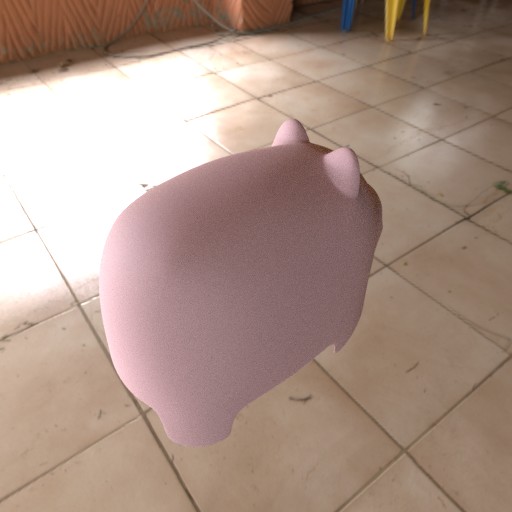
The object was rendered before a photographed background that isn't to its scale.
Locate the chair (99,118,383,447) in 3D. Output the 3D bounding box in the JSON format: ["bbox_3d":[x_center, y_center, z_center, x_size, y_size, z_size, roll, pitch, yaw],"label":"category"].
[{"bbox_3d":[0.000,0.000,0.855,0.619,0.423,0.364,-27,49,-27],"label":"chair"}]
